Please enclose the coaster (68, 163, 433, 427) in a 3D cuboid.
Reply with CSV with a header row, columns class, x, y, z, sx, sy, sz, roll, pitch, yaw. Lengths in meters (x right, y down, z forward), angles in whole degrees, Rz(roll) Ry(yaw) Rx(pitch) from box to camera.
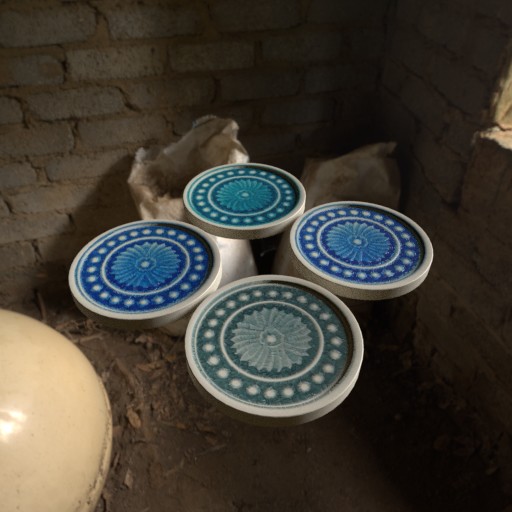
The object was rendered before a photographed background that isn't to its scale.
class,x,y,z,sx,sy,sz,roll,pitch,yaw
coaster,0.000,0.000,0.333,0.220,0.010,0.224,26,47,27
